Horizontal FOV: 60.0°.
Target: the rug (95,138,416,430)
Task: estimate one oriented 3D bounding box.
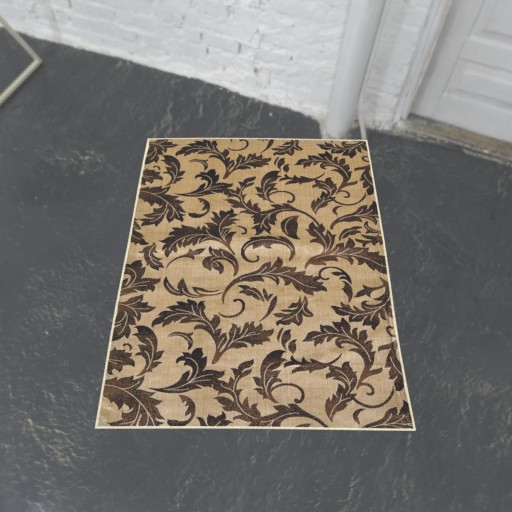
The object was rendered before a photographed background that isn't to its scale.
[{"bbox_3d":[0.000,0.000,4.024,2.380,0.008,2.977,0,59,0],"label":"rug"}]
